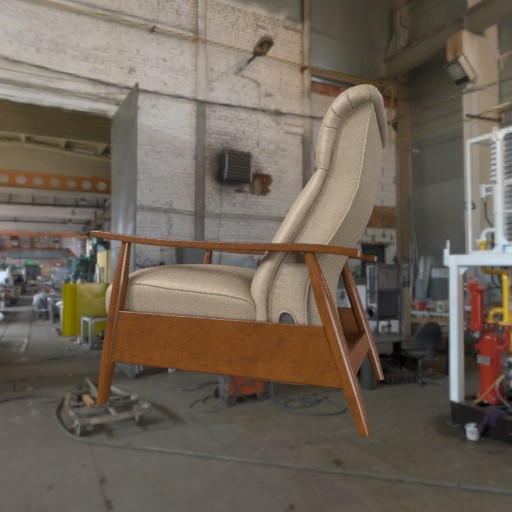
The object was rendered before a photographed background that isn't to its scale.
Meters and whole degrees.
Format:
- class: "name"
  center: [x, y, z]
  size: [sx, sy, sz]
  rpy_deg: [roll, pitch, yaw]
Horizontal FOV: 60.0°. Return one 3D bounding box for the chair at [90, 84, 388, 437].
- class: "chair"
  center: [0.000, 0.000, 1.805]
  size: [1.032, 1.082, 0.762]
  rpy_deg: [-1, -2, 19]
